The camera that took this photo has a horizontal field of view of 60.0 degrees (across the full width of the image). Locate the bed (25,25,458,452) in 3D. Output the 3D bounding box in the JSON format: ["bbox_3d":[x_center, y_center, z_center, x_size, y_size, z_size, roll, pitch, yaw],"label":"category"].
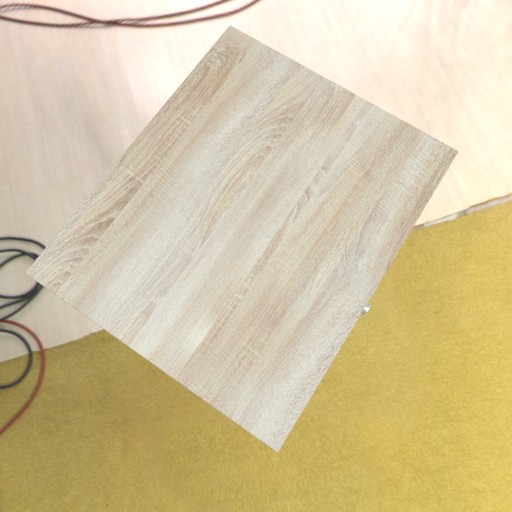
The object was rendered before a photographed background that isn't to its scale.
[{"bbox_3d":[0.000,0.000,0.787,0.401,0.420,0.460,33,77,9],"label":"bed"}]
